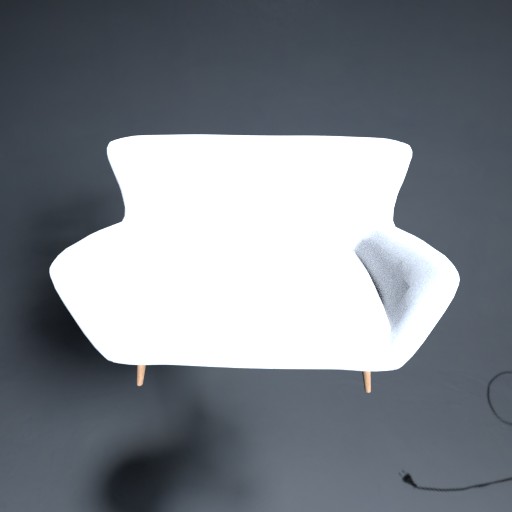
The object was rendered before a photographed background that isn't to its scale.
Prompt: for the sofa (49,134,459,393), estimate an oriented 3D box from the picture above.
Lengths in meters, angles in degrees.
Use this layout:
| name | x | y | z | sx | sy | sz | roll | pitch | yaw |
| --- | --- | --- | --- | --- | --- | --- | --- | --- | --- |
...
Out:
| name | x | y | z | sx | sy | sz | roll | pitch | yaw |
| --- | --- | --- | --- | --- | --- | --- | --- | --- | --- |
| sofa | 0.000 | 0.000 | 1.952 | 1.424 | 0.878 | 0.921 | 1 | 31 | 2 |
